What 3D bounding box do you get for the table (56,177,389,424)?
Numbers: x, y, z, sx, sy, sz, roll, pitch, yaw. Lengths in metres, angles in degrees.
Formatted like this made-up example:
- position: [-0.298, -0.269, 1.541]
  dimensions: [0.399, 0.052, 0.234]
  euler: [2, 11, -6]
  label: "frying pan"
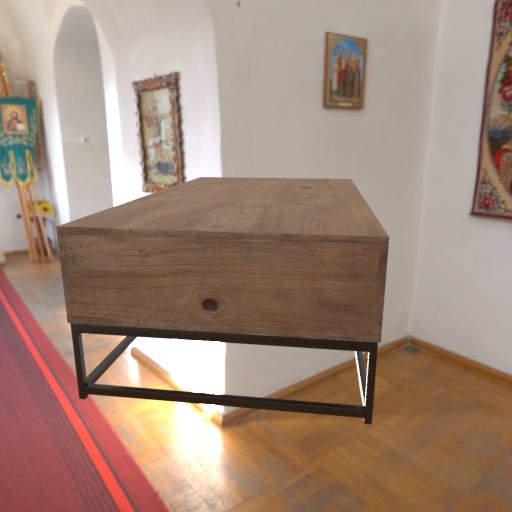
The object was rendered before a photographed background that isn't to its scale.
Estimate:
- position: [0.000, 0.000, 1.422]
  dimensions: [0.655, 0.395, 1.101]
  euler: [2, 15, 8]
  label: "table"
